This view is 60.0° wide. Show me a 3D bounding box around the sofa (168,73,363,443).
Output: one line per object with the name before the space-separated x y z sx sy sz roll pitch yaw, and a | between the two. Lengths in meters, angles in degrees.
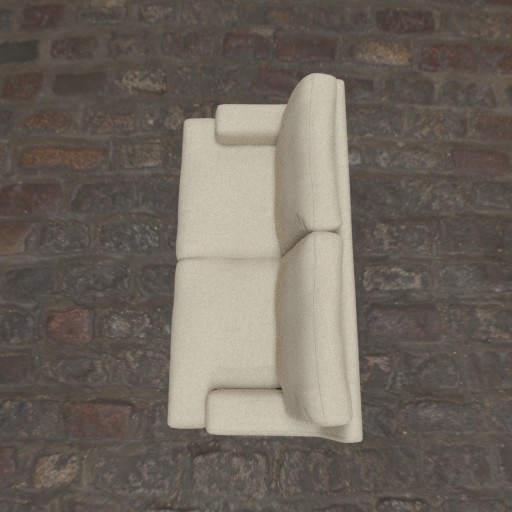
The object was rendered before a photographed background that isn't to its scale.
sofa | 0.000 0.000 2.480 0.962 0.967 1.885 0 75 0
